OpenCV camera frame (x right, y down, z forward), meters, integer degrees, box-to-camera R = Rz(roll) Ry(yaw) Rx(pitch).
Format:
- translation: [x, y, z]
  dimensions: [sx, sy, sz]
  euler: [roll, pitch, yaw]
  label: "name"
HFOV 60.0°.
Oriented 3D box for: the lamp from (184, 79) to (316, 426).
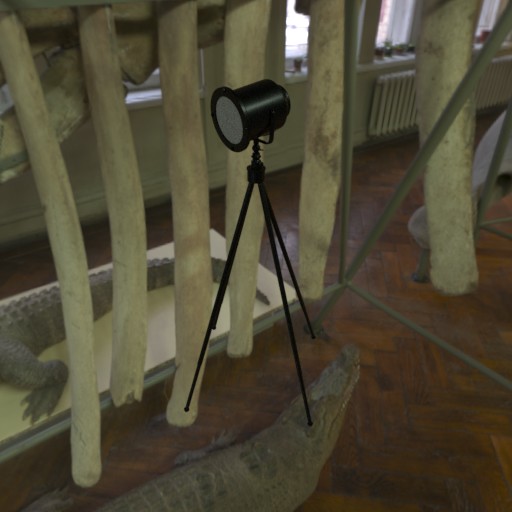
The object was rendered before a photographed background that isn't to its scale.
- translation: [0.000, 0.000, 2.013]
  dimensions: [0.884, 1.504, 0.879]
  euler: [-22, 39, -31]
  label: "lamp"
